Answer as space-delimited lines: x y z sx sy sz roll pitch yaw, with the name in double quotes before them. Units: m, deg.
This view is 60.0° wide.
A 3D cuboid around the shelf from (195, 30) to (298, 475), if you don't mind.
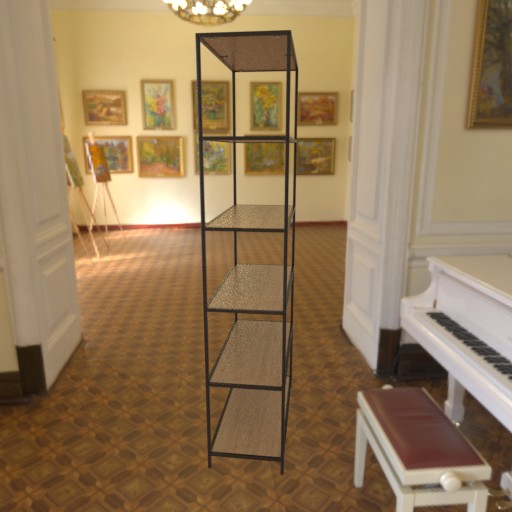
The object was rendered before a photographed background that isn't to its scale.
"shelf" 0.000 0.000 2.187 0.350 1.850 0.770 2 14 7
